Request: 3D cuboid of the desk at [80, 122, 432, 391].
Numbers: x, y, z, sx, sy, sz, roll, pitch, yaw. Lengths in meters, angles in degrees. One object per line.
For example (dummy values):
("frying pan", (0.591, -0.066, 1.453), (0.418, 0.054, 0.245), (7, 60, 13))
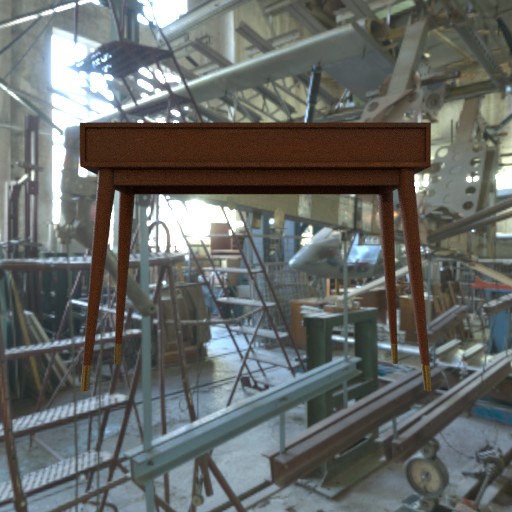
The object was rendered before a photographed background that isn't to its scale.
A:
("desk", (0.000, 0.000, 1.693), (1.204, 0.917, 0.384), (0, 1, 0))
